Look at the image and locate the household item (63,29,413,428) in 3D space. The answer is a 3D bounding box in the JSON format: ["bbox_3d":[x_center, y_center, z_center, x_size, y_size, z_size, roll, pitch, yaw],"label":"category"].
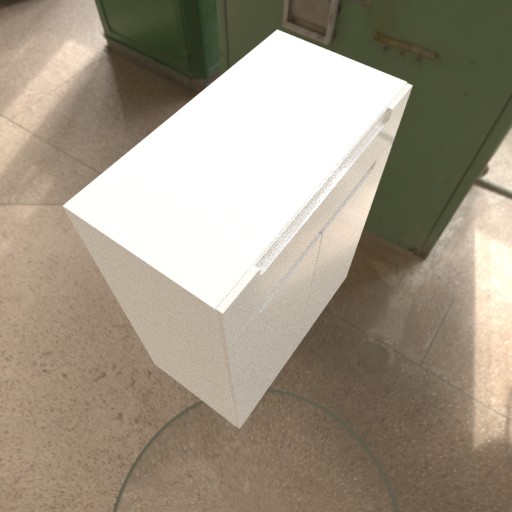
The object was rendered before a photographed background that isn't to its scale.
[{"bbox_3d":[0.000,0.000,1.450,0.420,1.010,0.790,31,63,18],"label":"household item"}]
